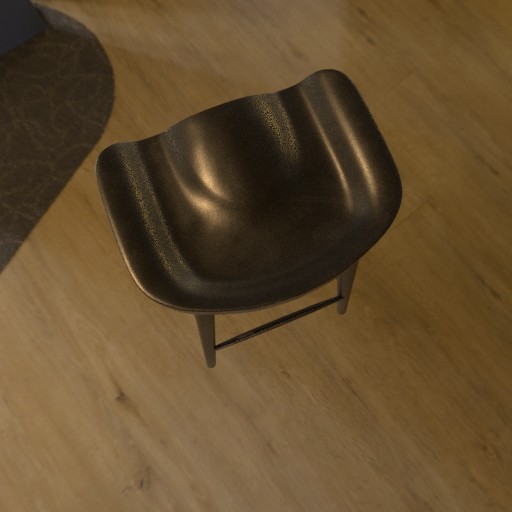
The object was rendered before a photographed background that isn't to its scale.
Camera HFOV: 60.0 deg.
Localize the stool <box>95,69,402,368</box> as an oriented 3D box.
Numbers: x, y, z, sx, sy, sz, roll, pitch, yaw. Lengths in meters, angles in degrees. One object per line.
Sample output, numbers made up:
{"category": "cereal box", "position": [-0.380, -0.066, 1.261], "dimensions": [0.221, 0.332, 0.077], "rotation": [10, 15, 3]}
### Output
{"category": "stool", "position": [0.000, 0.000, 0.973], "dimensions": [0.440, 0.749, 0.361], "rotation": [-21, 78, -5]}
